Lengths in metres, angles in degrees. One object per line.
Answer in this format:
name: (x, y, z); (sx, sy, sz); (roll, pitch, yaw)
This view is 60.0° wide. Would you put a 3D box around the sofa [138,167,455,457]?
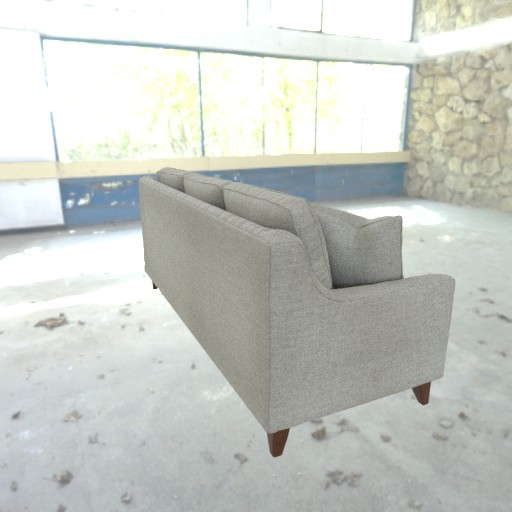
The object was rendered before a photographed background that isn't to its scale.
sofa: (0.000, 0.000, 2.465); (0.865, 0.914, 2.031); (-7, 17, -24)
